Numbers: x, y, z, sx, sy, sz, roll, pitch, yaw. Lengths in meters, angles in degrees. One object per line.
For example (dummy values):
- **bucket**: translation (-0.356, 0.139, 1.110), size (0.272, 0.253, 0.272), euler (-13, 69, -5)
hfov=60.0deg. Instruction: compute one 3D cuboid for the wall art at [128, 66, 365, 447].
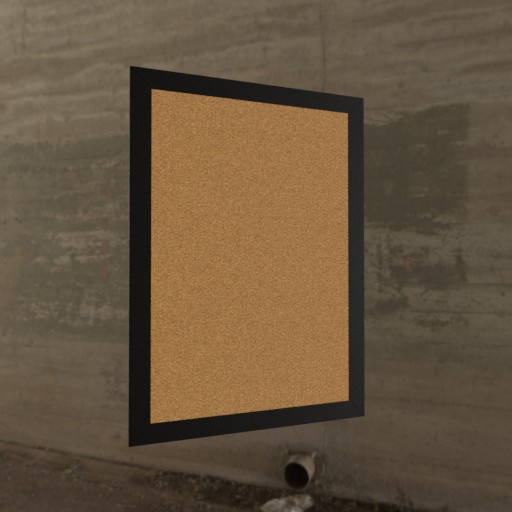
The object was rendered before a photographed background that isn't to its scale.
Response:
- **wall art**: translation (0.000, 0.000, 0.591), size (0.326, 0.459, 0.011), euler (0, -1, -19)
